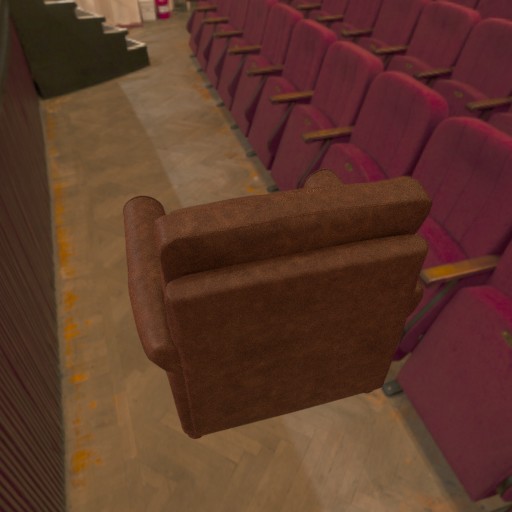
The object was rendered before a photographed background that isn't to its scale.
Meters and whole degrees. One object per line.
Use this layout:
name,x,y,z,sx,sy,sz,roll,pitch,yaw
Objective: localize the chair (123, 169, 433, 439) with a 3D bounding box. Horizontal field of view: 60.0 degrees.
chair,0.000,0.000,1.789,0.996,0.976,1.002,-10,41,-12
